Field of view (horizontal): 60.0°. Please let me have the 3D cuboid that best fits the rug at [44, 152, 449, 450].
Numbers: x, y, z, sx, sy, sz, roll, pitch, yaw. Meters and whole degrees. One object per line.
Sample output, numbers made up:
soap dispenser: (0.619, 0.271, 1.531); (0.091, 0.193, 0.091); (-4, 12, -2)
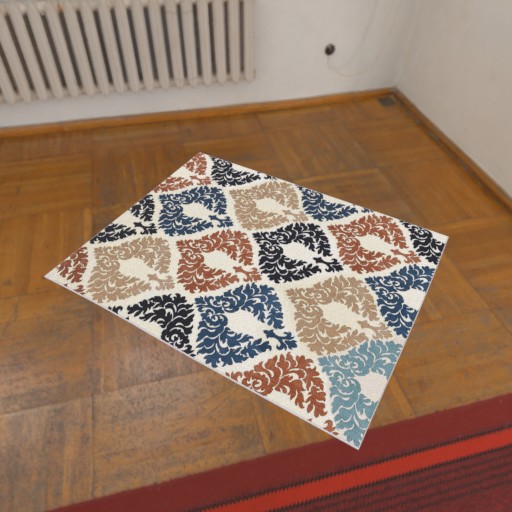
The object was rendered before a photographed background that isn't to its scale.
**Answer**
rug: (0.000, 0.000, 4.206); (3.040, 0.014, 2.423); (23, 49, 21)
